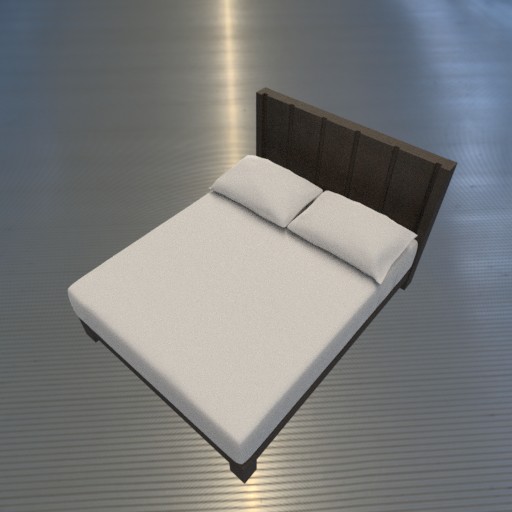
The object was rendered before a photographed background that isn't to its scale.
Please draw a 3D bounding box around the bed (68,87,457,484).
[{"bbox_3d":[0.000,0.000,3.311,1.727,1.270,2.242,32,54,27],"label":"bed"}]
